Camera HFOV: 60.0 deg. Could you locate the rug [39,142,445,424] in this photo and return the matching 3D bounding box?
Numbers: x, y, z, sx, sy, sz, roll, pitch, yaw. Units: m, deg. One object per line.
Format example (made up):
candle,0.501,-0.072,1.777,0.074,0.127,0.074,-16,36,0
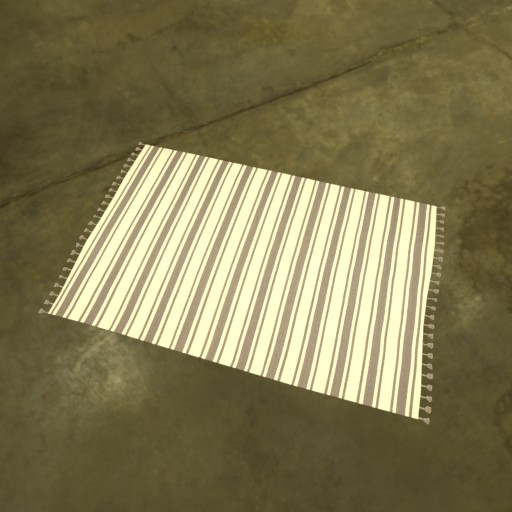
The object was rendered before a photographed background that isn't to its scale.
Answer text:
rug,0.000,0.000,2.987,2.425,0.014,1.563,14,59,8
